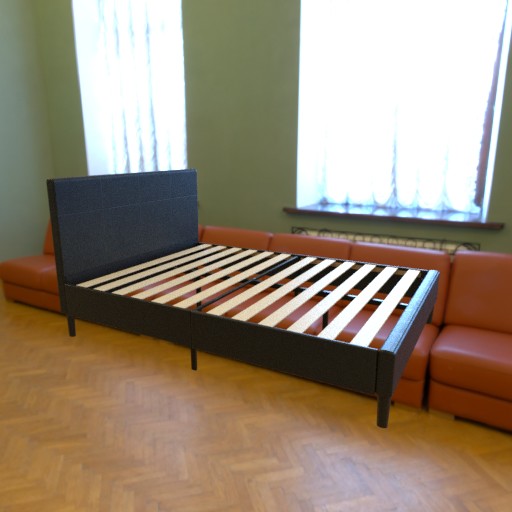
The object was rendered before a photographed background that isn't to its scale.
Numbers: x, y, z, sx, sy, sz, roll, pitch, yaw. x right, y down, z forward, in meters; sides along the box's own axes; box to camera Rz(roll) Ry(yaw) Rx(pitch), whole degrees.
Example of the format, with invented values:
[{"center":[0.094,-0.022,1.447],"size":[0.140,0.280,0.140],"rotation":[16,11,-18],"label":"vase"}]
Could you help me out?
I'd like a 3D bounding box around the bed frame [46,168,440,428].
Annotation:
[{"center":[0.000,0.000,2.970],"size":[2.152,1.046,1.469],"rotation":[7,16,28],"label":"bed frame"}]
